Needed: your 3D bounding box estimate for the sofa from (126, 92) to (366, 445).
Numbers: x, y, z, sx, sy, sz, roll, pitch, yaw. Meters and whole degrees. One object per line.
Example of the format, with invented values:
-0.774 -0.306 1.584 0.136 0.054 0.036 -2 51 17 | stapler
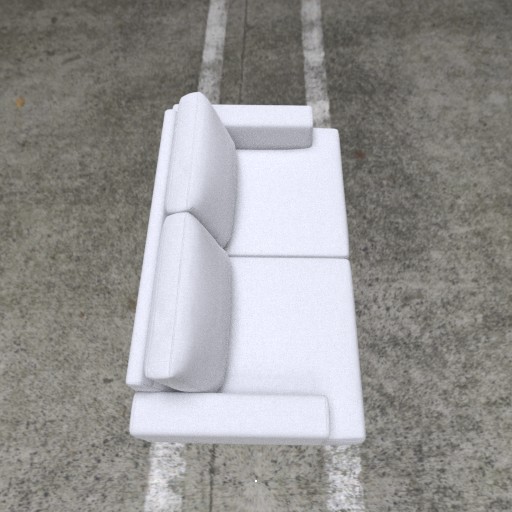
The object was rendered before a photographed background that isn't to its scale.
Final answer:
0.000 0.000 2.127 0.920 0.810 1.650 1 63 0 | sofa
